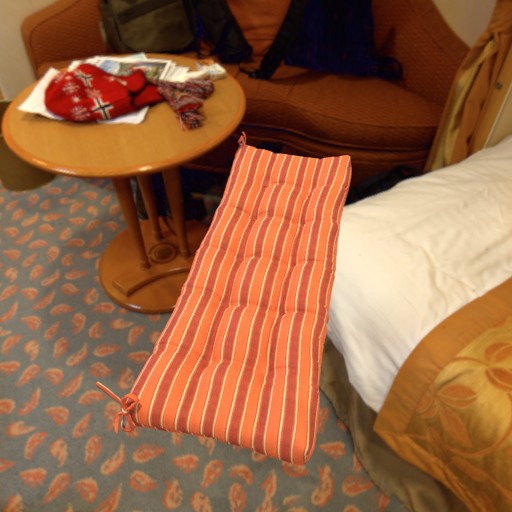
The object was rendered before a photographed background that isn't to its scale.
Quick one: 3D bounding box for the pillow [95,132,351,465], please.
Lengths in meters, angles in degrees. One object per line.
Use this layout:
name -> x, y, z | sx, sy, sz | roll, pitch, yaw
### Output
pillow -> 0.000, 0.000, 1.373 | 0.511, 0.174, 1.194 | 9, 48, 9
